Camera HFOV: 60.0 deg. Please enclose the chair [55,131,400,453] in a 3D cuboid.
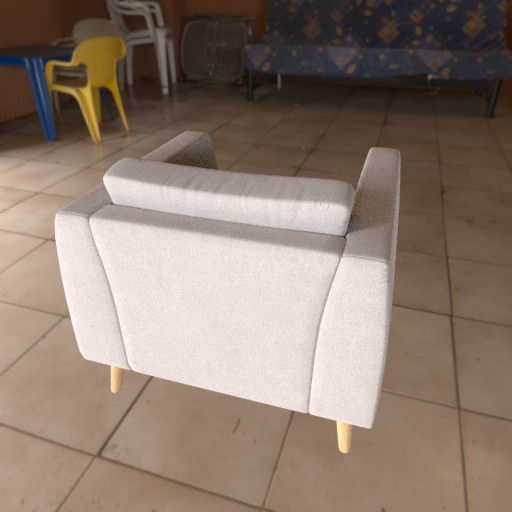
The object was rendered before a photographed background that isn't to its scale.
[{"bbox_3d":[0.000,0.000,1.669,1.000,0.860,0.930,9,32,15],"label":"chair"}]
